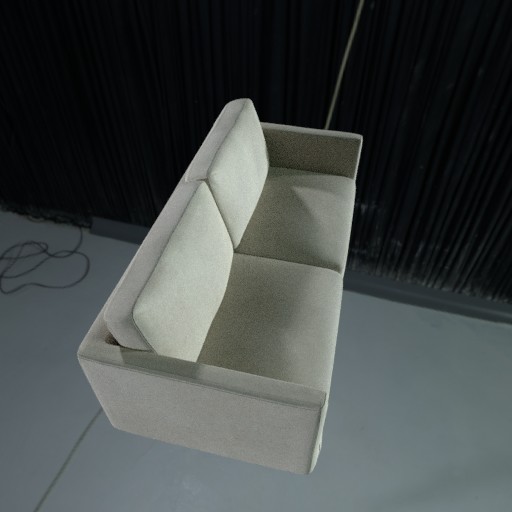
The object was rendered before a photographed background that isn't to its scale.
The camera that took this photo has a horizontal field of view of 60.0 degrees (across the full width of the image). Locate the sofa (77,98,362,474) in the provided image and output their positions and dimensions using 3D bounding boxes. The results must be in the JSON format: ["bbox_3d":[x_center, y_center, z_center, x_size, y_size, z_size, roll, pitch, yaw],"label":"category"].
[{"bbox_3d":[0.000,0.000,2.335,0.950,0.940,1.846,10,46,9],"label":"sofa"}]
